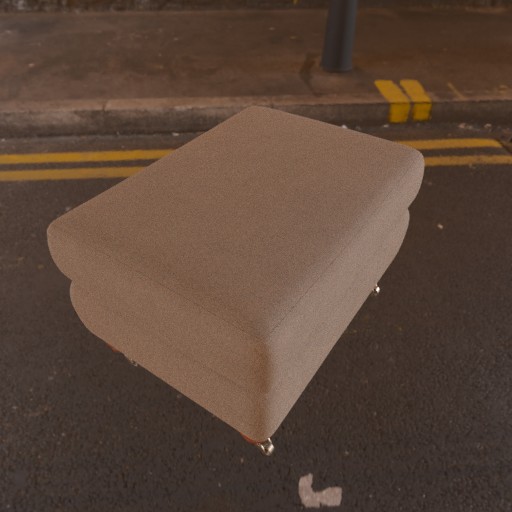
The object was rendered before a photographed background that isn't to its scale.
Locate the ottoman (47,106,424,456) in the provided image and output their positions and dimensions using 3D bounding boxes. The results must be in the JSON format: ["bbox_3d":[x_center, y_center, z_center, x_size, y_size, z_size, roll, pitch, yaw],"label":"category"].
[{"bbox_3d":[0.000,0.000,1.146,0.569,0.504,0.773,24,47,25],"label":"ottoman"}]
